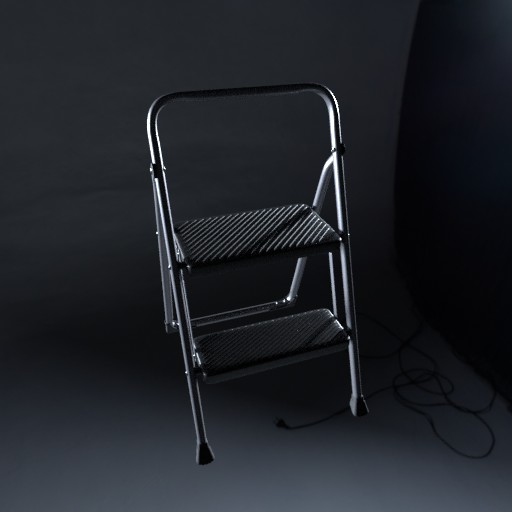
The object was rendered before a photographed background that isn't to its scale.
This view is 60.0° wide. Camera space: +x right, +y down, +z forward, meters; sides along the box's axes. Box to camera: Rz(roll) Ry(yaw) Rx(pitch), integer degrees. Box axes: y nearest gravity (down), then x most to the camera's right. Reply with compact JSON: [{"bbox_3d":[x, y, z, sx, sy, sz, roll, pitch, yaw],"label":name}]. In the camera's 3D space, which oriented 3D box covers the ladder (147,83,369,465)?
[{"bbox_3d":[0.000,0.000,1.025,0.430,0.720,0.472,-10,33,-16],"label":"ladder"}]
